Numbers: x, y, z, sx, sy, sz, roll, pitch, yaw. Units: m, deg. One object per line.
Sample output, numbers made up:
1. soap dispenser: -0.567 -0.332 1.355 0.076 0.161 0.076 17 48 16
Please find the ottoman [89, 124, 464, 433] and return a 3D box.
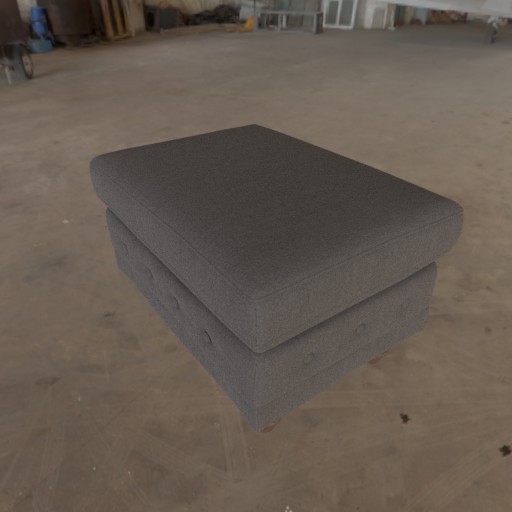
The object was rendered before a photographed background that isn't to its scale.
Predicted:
1. ottoman: 0.000 0.000 1.161 0.569 0.500 0.771 -21 38 -30
